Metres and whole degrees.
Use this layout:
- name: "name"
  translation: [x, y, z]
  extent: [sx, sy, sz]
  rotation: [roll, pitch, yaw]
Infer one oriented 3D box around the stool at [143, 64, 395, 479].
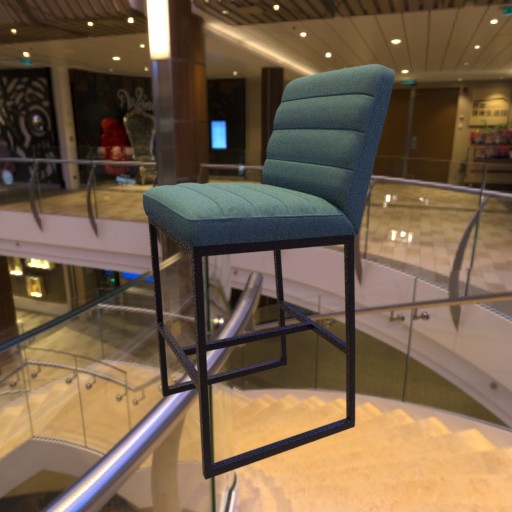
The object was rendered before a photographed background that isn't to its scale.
- name: "stool"
  translation: [0.000, 0.000, 1.311]
  extent: [0.560, 1.040, 0.460]
  rotation: [-8, 18, -25]
